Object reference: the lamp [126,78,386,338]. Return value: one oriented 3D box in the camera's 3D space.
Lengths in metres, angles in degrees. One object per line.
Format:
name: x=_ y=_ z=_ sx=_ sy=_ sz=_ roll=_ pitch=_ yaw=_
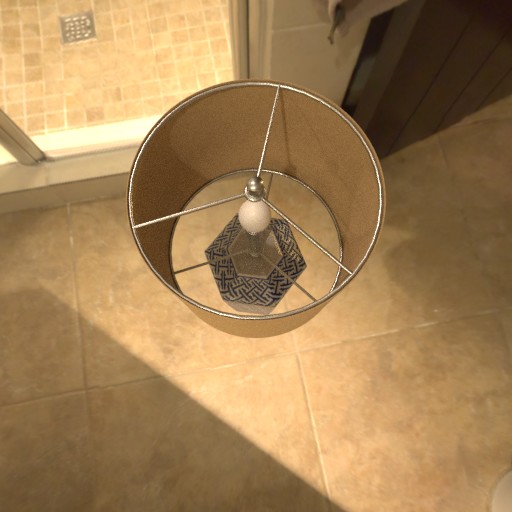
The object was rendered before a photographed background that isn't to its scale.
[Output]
lamp: x=0.000 y=0.000 z=0.857 sx=0.320 sy=0.682 sz=0.320 roll=41 pitch=79 yaw=10
